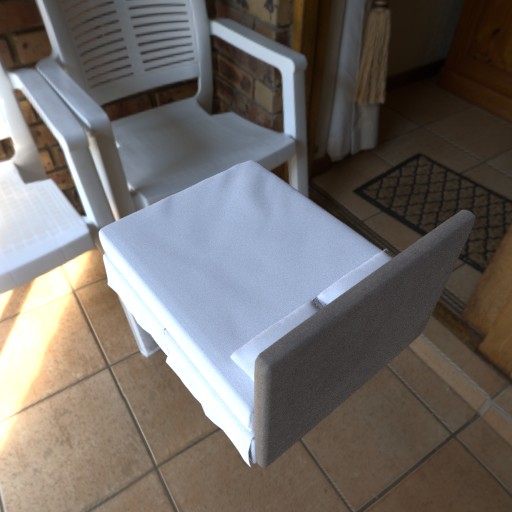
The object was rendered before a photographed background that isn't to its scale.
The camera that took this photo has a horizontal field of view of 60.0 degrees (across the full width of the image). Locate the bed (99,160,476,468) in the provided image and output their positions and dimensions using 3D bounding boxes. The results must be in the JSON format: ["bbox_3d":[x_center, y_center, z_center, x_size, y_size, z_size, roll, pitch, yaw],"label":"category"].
[{"bbox_3d":[0.000,0.000,3.293,1.723,1.330,2.142,-30,53,-26],"label":"bed"}]
